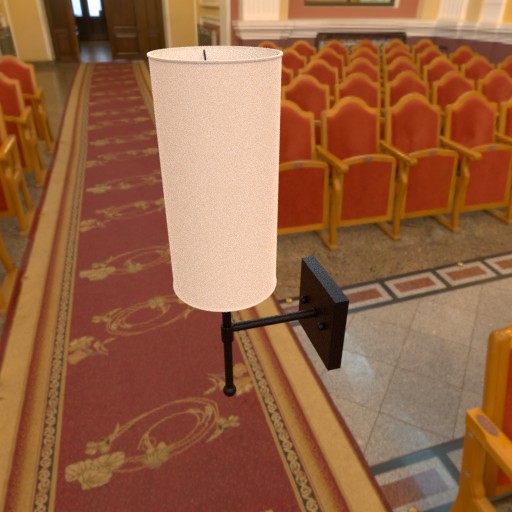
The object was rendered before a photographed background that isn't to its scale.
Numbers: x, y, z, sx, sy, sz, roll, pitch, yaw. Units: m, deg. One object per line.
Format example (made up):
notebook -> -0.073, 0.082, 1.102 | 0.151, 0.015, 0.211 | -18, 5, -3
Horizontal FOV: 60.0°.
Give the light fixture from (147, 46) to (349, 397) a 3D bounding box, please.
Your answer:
light fixture -> 0.000, 0.000, 0.548 | 0.208, 0.462, 0.128 | -8, 31, -14
